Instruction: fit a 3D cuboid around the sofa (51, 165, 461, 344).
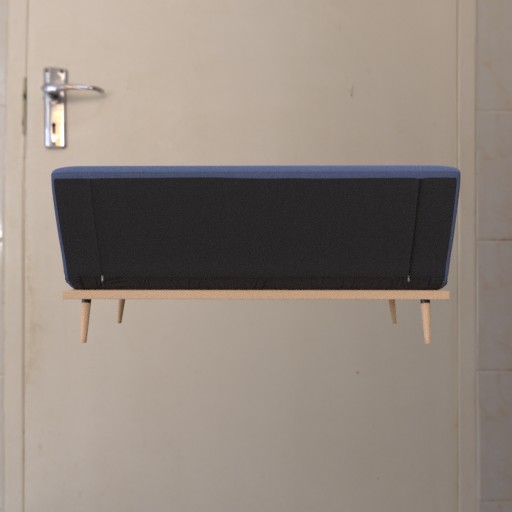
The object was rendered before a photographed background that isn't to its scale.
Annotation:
[{"bbox_3d":[0.000,0.000,2.287,1.800,0.800,0.796,0,0,1],"label":"sofa"}]
